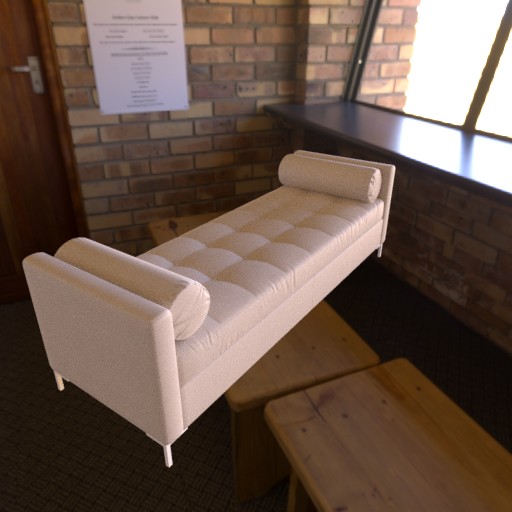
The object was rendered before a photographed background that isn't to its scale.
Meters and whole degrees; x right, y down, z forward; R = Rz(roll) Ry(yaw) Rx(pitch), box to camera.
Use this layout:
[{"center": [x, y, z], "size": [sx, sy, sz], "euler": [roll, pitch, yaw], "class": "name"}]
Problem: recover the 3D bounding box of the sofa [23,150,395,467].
[{"center": [0.000, 0.000, 2.273], "size": [0.686, 0.635, 1.981], "euler": [18, 32, 31], "class": "sofa"}]
